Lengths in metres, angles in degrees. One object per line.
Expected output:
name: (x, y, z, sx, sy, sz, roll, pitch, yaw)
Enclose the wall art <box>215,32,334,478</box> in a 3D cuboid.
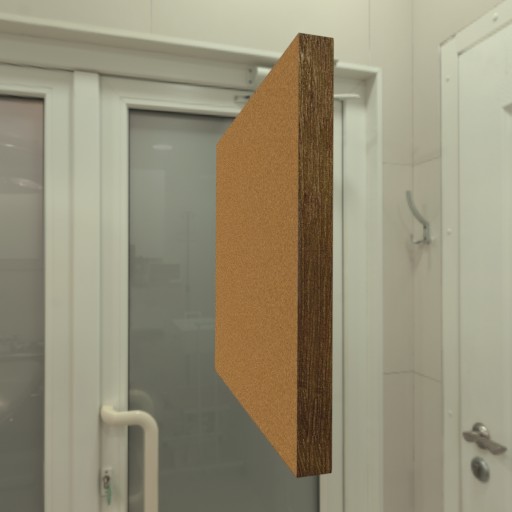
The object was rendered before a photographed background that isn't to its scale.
wall art: (0.000, 0.000, 0.600, 0.039, 0.403, 0.406, 0, -1, -16)
